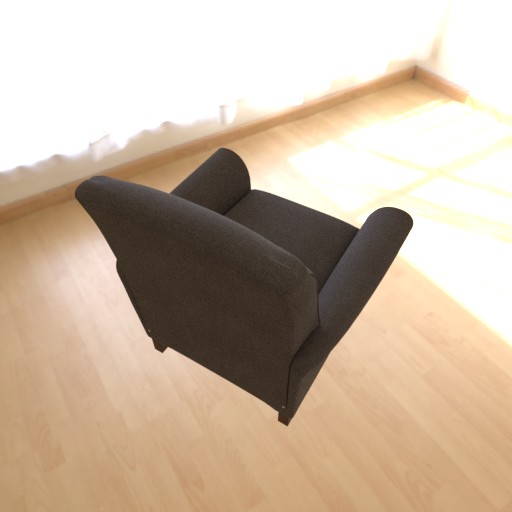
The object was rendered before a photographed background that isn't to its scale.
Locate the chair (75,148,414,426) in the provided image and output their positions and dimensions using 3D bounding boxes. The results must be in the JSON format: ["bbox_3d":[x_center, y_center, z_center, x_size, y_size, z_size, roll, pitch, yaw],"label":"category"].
[{"bbox_3d":[0.000,0.000,1.773,0.978,1.061,0.905,24,51,21],"label":"chair"}]
